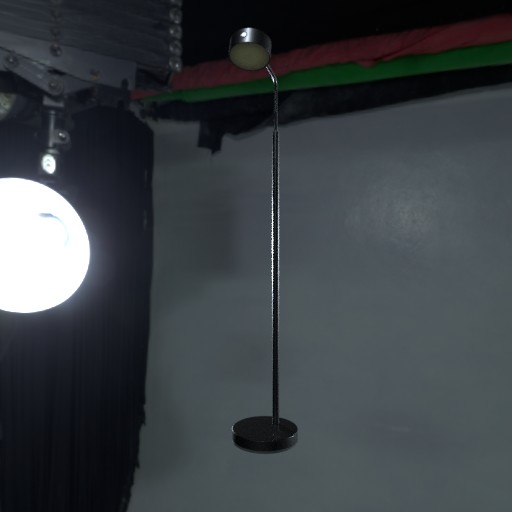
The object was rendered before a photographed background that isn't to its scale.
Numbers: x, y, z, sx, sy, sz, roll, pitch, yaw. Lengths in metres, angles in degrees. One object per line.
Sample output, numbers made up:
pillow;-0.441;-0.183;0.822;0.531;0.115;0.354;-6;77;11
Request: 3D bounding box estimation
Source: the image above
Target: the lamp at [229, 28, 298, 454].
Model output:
lamp;0.000;0.000;1.389;0.219;1.230;0.418;0;0;17
